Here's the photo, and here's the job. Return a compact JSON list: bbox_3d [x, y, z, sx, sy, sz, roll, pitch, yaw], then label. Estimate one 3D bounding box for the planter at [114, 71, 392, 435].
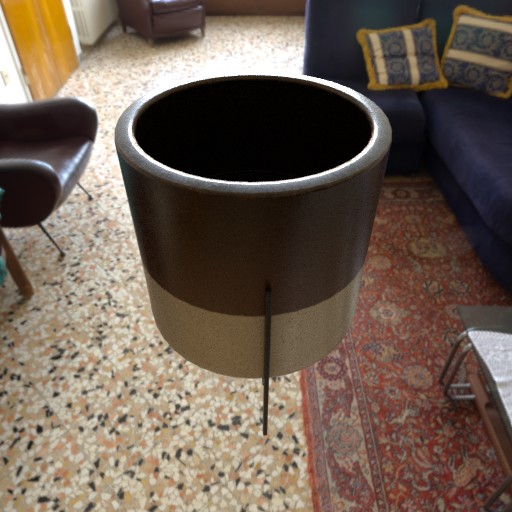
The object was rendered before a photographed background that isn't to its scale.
[{"bbox_3d":[0.000,0.000,0.711,0.354,0.465,0.345,-26,47,-26],"label":"planter"}]
